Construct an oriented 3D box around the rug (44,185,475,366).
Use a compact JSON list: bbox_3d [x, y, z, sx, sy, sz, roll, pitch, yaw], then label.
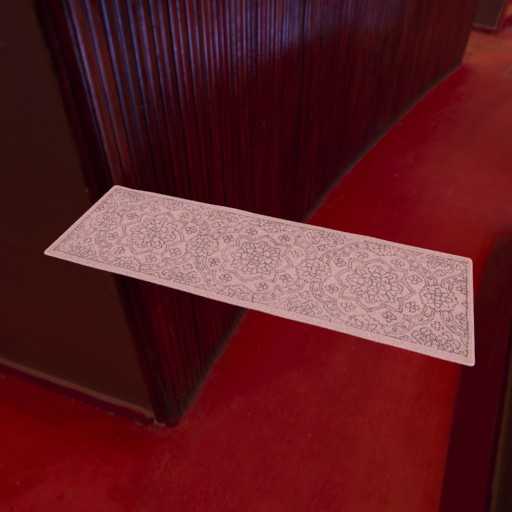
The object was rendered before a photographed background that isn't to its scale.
[{"bbox_3d":[0.000,0.000,2.640,2.431,0.006,0.806,13,44,14],"label":"rug"}]
